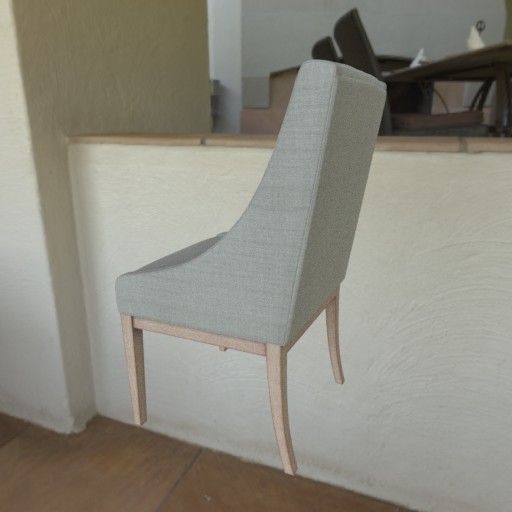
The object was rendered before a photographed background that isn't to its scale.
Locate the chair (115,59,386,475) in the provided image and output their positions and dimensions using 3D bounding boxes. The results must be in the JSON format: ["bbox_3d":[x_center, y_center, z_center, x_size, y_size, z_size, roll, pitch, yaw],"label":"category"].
[{"bbox_3d":[0.000,0.000,1.347,0.611,1.021,0.575,8,19,25],"label":"chair"}]
